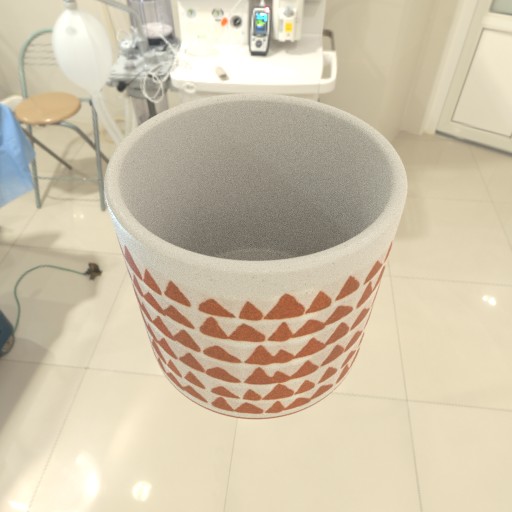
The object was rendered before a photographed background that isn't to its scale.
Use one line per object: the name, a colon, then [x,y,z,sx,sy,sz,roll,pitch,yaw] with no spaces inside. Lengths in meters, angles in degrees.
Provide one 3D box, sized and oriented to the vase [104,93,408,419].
vase: [0.000,0.000,0.249,0.137,0.127,0.137,0,46,0]
